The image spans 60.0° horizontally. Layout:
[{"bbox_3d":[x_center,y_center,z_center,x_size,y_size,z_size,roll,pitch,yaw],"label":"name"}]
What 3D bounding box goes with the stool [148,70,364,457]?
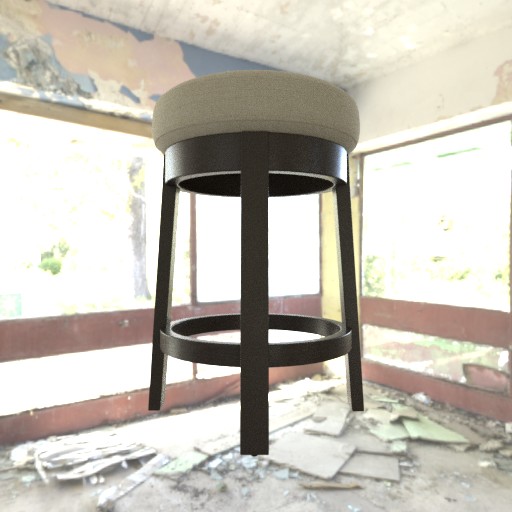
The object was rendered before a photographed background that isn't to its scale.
[{"bbox_3d":[0.000,0.000,0.942,0.449,0.655,0.449,0,0,0],"label":"stool"}]
